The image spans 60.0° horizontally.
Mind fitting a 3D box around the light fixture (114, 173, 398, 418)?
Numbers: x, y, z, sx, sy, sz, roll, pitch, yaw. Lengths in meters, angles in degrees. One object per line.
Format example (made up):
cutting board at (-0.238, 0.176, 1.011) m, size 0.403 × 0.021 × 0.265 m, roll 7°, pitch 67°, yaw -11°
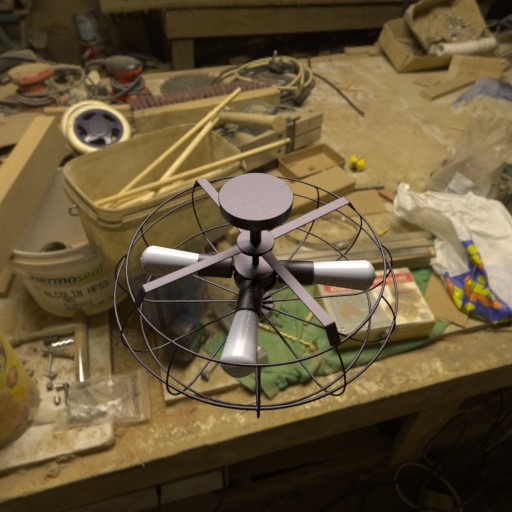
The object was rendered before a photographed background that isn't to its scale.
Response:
light fixture at (0.000, 0.000, 0.886) m, size 0.582 × 0.311 × 0.582 m, roll 0°, pitch 45°, yaw 0°
